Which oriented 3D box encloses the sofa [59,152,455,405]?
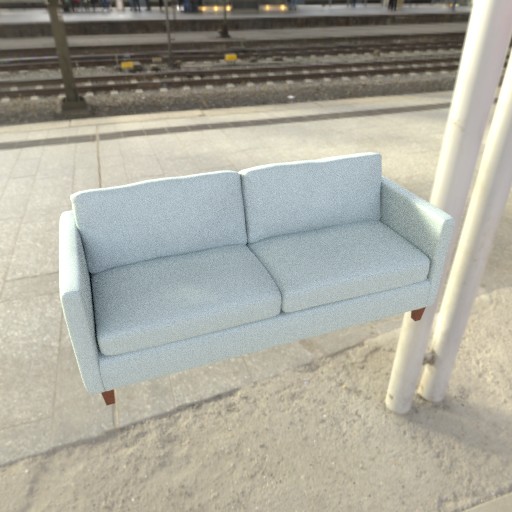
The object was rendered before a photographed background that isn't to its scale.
[{"bbox_3d":[0.000,0.000,2.774,2.208,0.965,0.951,-11,33,-18],"label":"sofa"}]
